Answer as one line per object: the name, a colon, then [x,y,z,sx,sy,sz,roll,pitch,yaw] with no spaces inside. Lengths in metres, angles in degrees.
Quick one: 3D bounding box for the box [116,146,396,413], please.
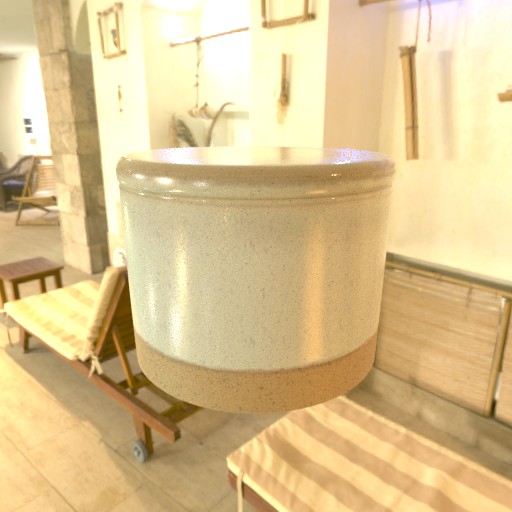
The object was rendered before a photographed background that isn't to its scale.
box: [0.000,0.000,0.270,0.154,0.123,0.154,0,17,0]
